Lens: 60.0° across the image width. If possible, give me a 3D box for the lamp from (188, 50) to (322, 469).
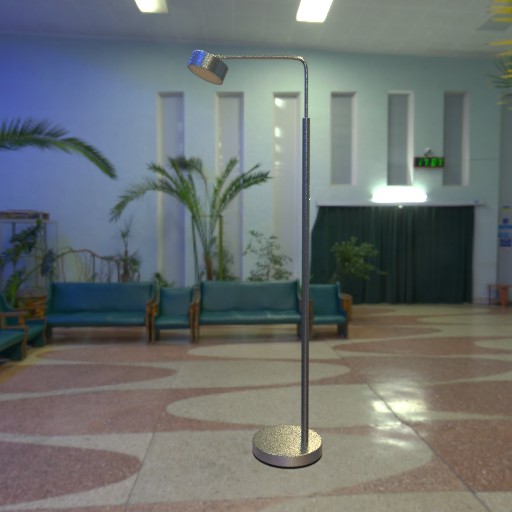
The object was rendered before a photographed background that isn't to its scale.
[{"bbox_3d":[0.000,0.000,1.392,0.421,1.250,0.222,0,2,0],"label":"lamp"}]
